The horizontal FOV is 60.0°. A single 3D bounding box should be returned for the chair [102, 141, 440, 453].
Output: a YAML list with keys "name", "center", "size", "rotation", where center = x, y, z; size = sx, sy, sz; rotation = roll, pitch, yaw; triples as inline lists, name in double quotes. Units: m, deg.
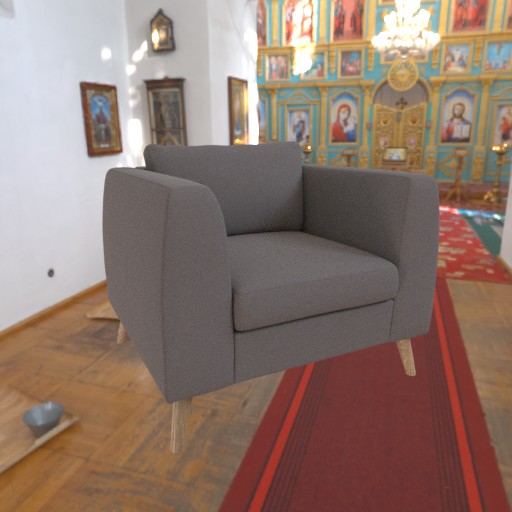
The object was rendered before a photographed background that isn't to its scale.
- name: "chair"
  center: [0.000, 0.000, 1.716]
  size: [1.000, 0.860, 0.930]
  rotation: [-7, 16, -27]
